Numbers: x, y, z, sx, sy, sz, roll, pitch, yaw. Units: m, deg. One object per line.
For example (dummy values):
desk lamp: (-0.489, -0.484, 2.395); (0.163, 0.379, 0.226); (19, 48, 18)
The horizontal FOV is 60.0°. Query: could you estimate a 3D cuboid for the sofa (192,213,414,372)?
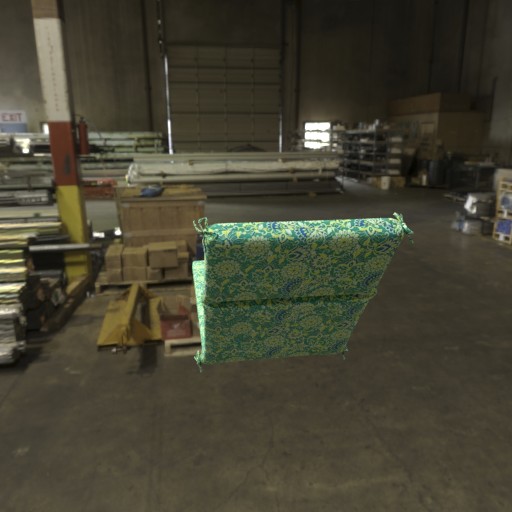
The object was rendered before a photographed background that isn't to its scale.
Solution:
sofa: (0.000, 0.000, 1.943); (0.582, 0.622, 1.663); (-3, 15, -10)
